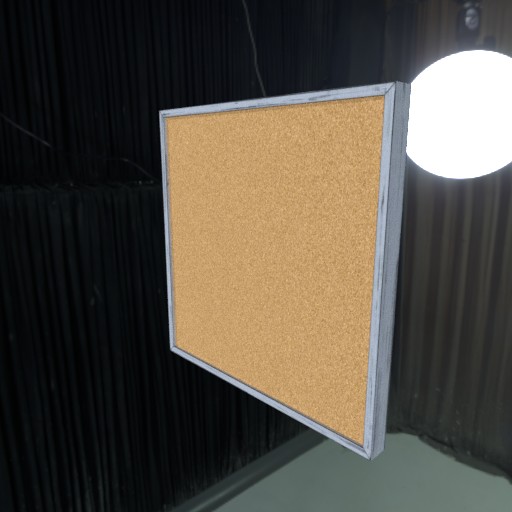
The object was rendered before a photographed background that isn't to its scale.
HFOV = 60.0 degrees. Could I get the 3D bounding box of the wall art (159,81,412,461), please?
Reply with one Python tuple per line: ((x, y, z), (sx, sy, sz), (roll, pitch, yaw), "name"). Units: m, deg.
((0.000, 0.000, 0.759), (0.038, 0.506, 0.506), (-12, 18, -43), "wall art")
